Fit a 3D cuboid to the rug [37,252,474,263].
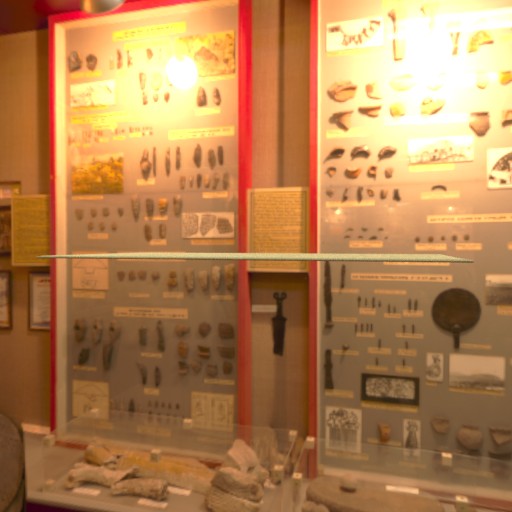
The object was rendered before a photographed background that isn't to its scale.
[{"bbox_3d":[0.000,0.000,1.467,1.219,0.007,0.604,0,2,17],"label":"rug"}]
